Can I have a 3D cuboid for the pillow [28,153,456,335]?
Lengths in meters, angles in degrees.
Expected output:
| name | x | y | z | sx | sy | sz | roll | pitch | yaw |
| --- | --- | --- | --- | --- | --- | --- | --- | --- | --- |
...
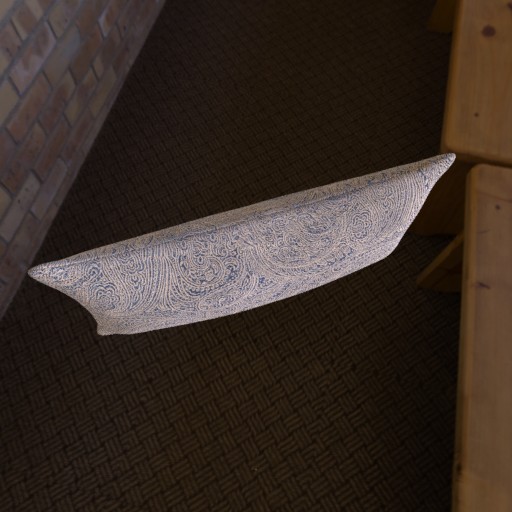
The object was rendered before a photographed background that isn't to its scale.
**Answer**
| name | x | y | z | sx | sy | sz | roll | pitch | yaw |
| --- | --- | --- | --- | --- | --- | --- | --- | --- | --- |
| pillow | 0.000 | 0.000 | 0.738 | 0.615 | 0.295 | 0.151 | -16 | 65 | -8 |
